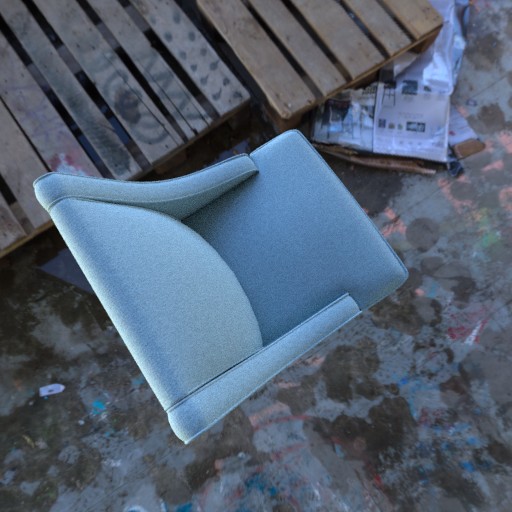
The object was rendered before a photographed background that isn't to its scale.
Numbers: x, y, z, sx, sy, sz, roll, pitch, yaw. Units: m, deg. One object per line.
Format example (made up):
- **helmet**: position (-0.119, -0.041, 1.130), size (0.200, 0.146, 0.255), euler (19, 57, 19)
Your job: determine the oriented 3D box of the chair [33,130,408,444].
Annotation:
- **chair**: position (0.000, 0.000, 1.798), size (1.025, 1.133, 0.857), euler (-33, 78, -8)
